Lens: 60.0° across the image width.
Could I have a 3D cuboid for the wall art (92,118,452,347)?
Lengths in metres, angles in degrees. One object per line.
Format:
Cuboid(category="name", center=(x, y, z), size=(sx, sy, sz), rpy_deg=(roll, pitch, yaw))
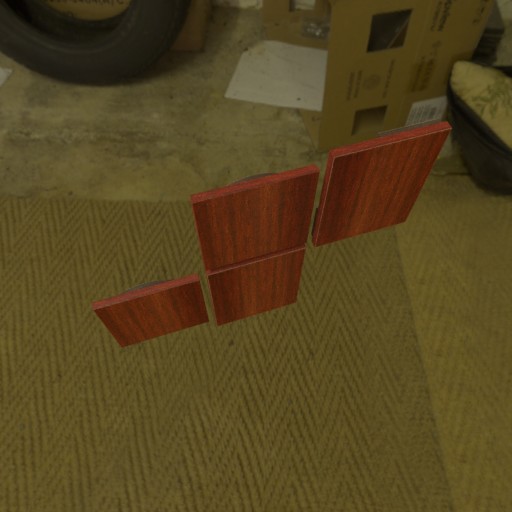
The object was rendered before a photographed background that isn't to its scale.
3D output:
Cuboid(category="wall art", center=(0.000, 0.000, 0.861), size=(0.635, 0.497, 0.030), rpy_deg=(-16, 60, -9))
